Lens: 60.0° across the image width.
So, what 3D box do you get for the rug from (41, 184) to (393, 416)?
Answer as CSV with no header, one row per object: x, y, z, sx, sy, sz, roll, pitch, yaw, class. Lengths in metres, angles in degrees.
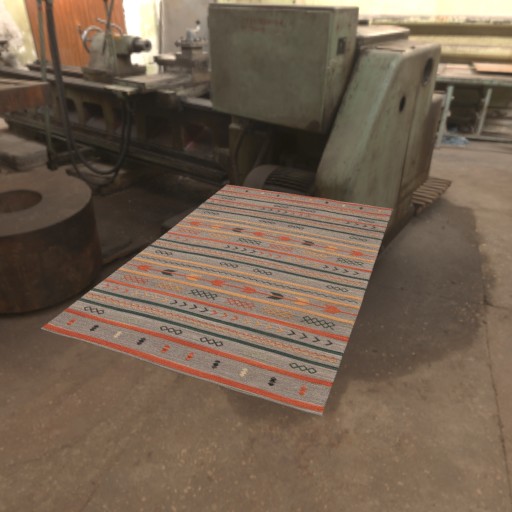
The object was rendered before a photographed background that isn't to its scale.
0.000,0.000,2.401,1.220,0.017,1.835,11,32,19,rug
